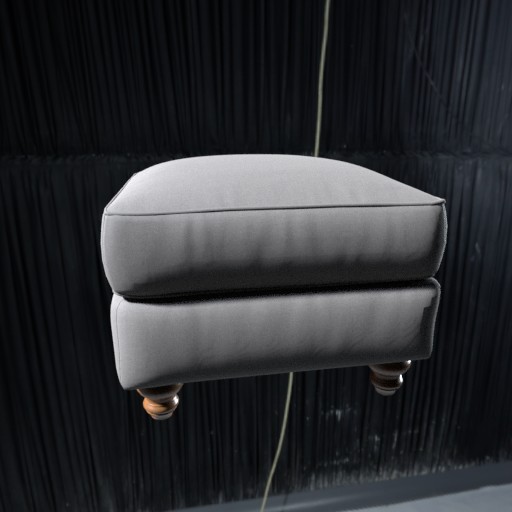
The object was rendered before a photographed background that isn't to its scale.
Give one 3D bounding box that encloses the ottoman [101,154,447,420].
[{"bbox_3d":[0.000,0.000,1.141,0.662,0.505,0.721,-3,16,-10],"label":"ottoman"}]
